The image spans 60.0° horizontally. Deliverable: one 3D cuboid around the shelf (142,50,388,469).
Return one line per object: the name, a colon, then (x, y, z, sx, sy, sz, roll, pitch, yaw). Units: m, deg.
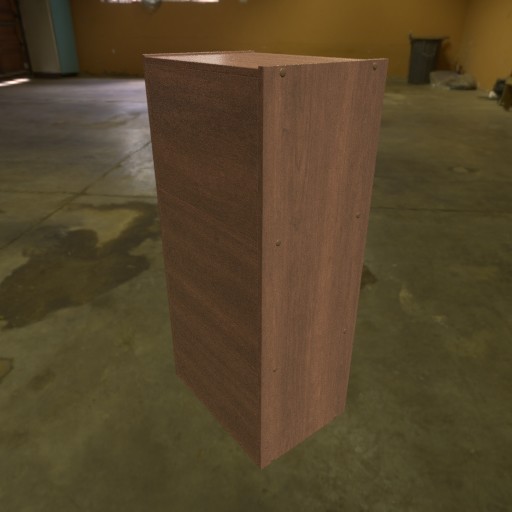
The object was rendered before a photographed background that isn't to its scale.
shelf: (0.000, 0.000, 1.069, 0.290, 0.879, 0.414, -20, 33, -33)
